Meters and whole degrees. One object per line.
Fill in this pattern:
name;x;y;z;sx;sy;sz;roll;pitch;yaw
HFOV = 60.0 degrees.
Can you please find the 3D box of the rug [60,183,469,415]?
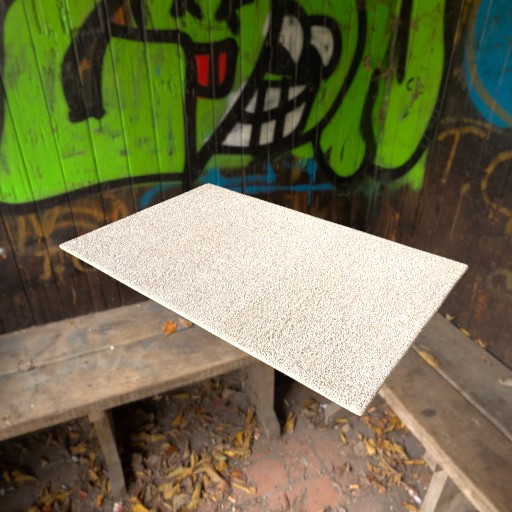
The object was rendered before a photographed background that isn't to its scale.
rug;0.000;0.000;3.515;2.743;0.030;1.778;22;37;32
